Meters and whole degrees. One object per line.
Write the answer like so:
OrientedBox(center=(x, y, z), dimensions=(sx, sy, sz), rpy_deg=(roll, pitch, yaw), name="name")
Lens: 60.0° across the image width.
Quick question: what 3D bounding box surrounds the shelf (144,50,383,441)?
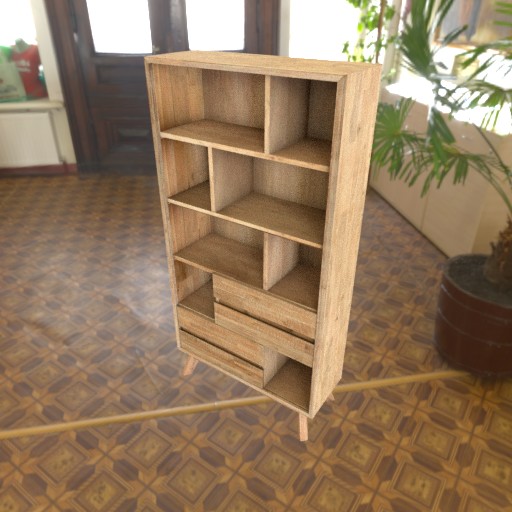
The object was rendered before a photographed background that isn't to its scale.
OrientedBox(center=(0.000, 0.000, 1.807), dimensions=(0.748, 1.471, 0.308), rpy_deg=(19, 35, 29), name="shelf")
